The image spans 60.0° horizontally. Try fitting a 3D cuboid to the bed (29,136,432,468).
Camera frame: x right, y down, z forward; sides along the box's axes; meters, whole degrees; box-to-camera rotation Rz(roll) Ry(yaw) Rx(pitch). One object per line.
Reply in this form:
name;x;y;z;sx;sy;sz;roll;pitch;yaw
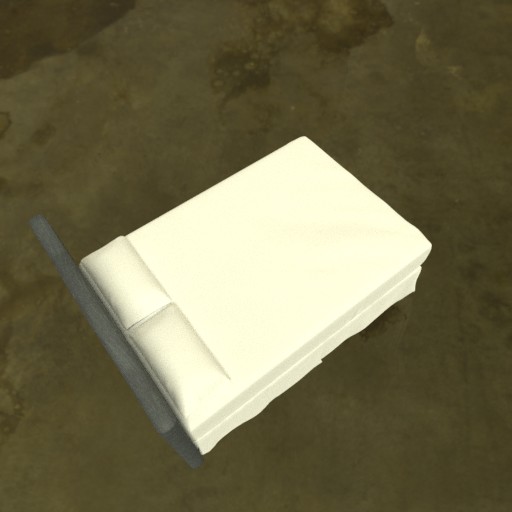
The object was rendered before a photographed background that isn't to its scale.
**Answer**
bed;0.000;0.000;3.477;2.507;1.441;1.747;-33;64;-19
